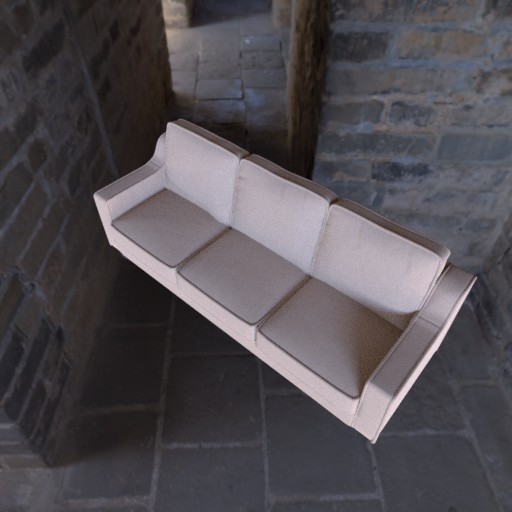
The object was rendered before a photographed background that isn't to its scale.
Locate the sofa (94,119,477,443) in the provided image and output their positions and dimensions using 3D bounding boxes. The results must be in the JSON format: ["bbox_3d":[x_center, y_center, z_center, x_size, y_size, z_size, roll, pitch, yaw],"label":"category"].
[{"bbox_3d":[0.000,0.000,2.596,2.131,0.902,0.791,32,54,27],"label":"sofa"}]
